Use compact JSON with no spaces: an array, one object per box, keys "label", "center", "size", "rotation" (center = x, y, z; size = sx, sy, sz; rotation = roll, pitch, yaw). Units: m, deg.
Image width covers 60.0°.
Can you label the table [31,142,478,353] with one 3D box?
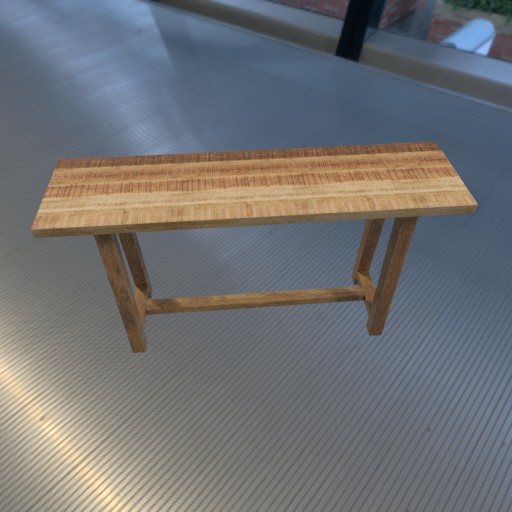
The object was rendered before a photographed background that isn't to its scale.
[{"label":"table","center":[0.000,0.000,1.938],"size":[1.524,0.810,0.405],"rotation":[-3,46,-3]}]
